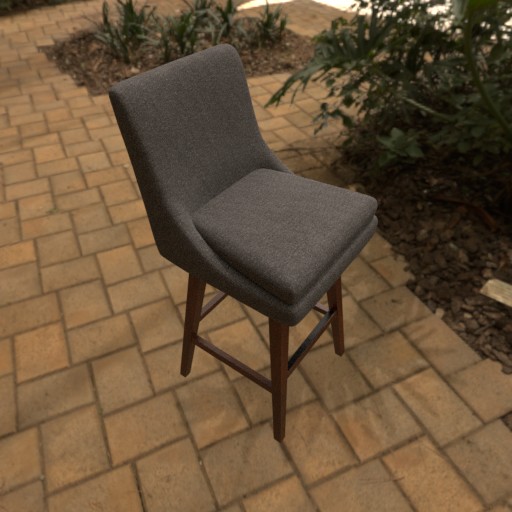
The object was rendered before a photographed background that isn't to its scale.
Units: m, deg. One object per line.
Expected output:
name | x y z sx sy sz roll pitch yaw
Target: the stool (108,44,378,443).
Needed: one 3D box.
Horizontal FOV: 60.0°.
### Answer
stool | 0.000 0.000 1.377 0.572 1.068 0.489 26 47 26
